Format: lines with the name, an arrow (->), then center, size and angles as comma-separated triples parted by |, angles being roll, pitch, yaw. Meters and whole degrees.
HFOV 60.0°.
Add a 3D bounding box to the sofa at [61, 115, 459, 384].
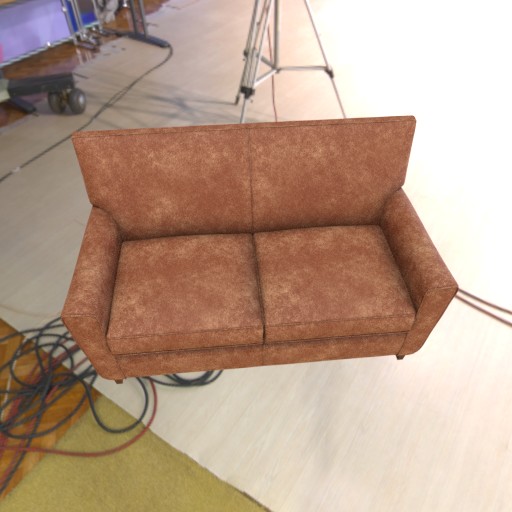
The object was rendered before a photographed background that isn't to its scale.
sofa -> 0.000, 0.000, 1.961 | 1.473, 0.871, 0.787 | -4, 47, -4
